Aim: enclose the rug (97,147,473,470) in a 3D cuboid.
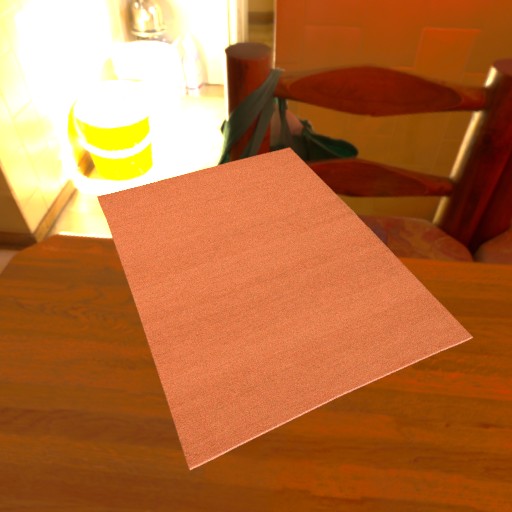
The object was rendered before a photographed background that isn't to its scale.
[{"bbox_3d":[0.000,0.000,4.260,2.434,0.045,3.202,-18,48,-17],"label":"rug"}]
